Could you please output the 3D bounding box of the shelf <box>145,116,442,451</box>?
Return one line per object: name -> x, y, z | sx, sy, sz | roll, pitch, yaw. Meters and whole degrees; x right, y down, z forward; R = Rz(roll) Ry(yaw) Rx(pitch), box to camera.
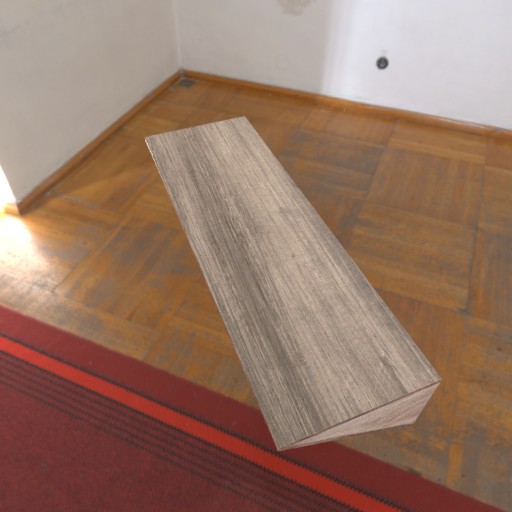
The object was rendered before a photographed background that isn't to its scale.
shelf -> 0.000, 0.000, 0.705 | 0.200, 0.125, 0.610 | -17, 49, -15
